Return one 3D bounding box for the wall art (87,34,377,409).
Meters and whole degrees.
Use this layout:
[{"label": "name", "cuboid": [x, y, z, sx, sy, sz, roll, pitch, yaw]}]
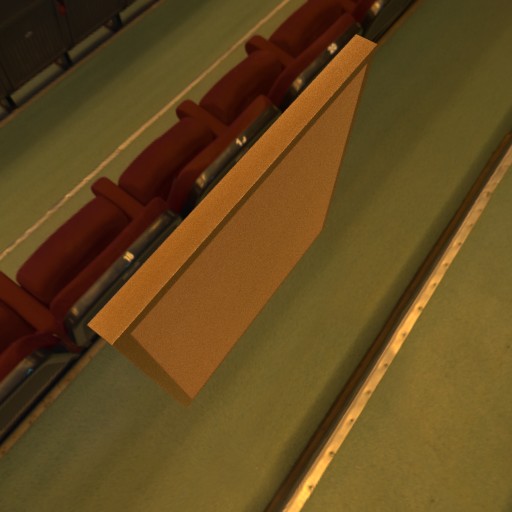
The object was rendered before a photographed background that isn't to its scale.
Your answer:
[{"label": "wall art", "cuboid": [0.000, 0.000, 0.744, 0.033, 0.509, 0.510, 33, 69, 15]}]
